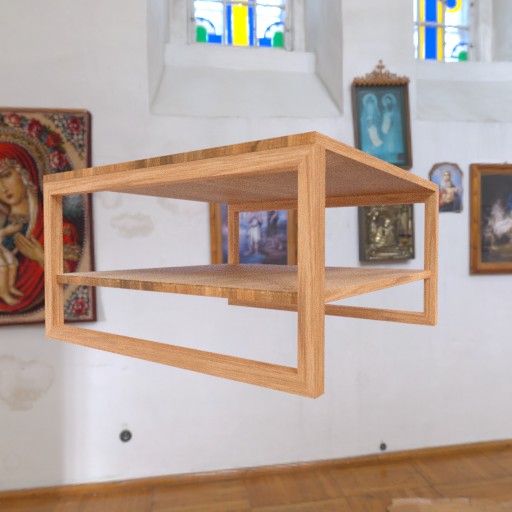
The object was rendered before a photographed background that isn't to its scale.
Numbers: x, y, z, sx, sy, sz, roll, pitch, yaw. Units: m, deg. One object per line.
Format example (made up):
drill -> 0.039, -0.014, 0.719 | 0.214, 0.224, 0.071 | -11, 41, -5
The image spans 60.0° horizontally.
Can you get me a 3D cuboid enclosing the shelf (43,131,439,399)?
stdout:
shelf -> 0.000, 0.000, 1.418 | 0.899, 0.480, 0.899 | 1, 2, 35
